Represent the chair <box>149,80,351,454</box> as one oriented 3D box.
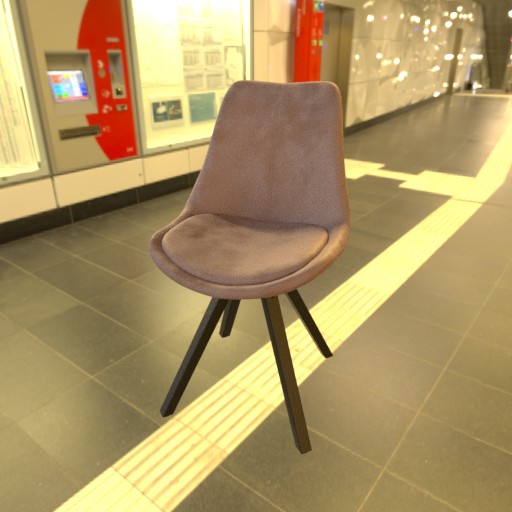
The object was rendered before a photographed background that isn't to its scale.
[{"bbox_3d":[0.000,0.000,1.207,0.483,0.865,0.547,8,26,17],"label":"chair"}]
